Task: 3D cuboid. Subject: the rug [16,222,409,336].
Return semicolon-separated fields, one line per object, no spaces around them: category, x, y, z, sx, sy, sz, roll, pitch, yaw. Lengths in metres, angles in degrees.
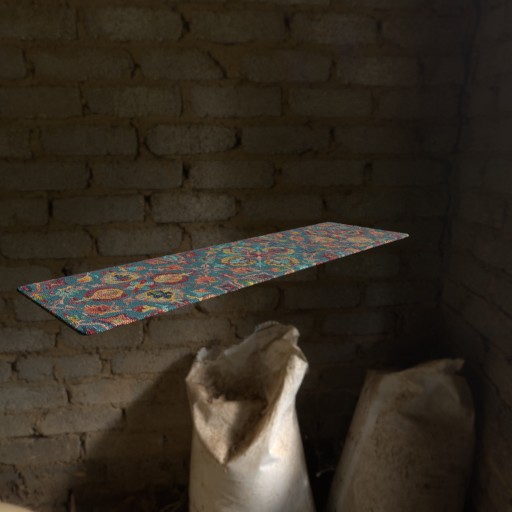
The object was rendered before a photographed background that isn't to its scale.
rug;0.000;0.000;2.473;2.286;0.013;0.686;-14;20;-43
